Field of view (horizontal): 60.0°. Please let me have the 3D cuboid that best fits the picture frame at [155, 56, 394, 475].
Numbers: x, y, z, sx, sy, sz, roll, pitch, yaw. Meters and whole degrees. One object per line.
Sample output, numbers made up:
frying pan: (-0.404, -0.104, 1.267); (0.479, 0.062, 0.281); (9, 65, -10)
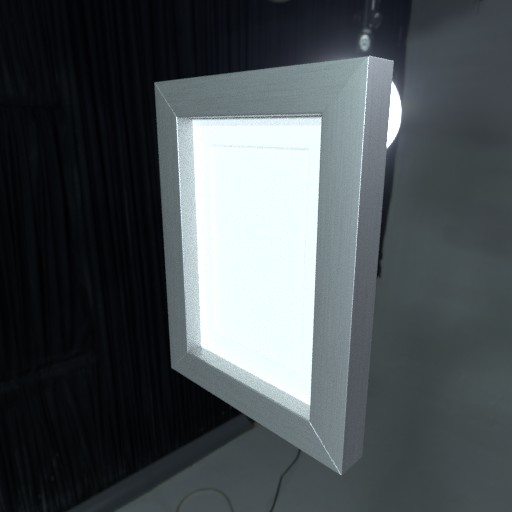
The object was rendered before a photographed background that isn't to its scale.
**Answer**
picture frame: (0.000, 0.000, 0.272); (0.157, 0.208, 0.028); (16, 22, 43)
